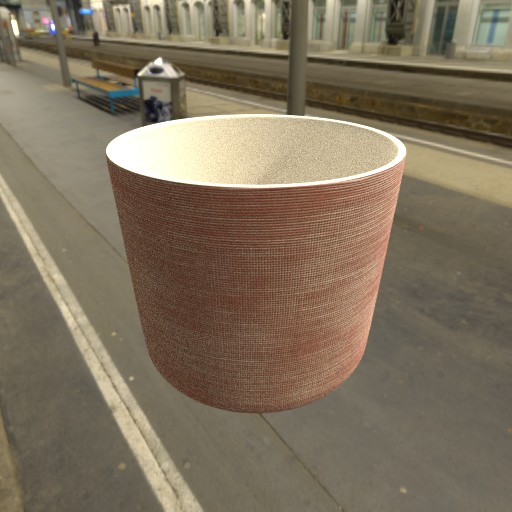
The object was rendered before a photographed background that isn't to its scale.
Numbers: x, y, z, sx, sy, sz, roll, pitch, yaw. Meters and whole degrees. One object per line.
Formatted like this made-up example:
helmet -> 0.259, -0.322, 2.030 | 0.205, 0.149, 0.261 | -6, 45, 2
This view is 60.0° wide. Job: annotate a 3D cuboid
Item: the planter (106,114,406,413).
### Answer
planter -> 0.000, 0.000, 0.768 | 0.440, 0.398, 0.440 | 0, 28, 0
